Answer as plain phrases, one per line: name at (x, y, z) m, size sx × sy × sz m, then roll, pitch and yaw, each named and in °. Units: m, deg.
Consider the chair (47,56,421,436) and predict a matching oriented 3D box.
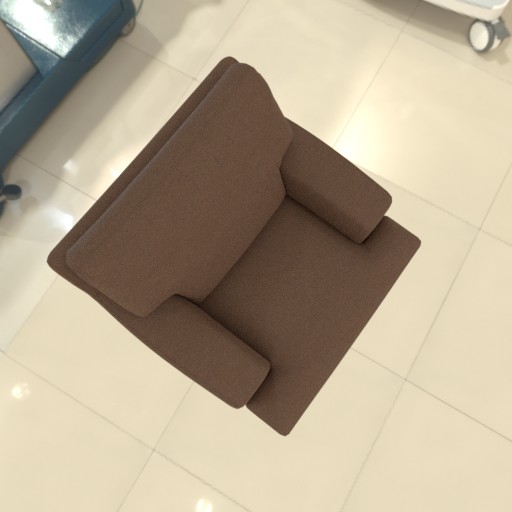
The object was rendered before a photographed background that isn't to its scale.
chair at (0.000, 0.000, 1.962) m, size 1.143 × 0.940 × 1.168 m, roll 37°, pitch 80°, yaw 8°
